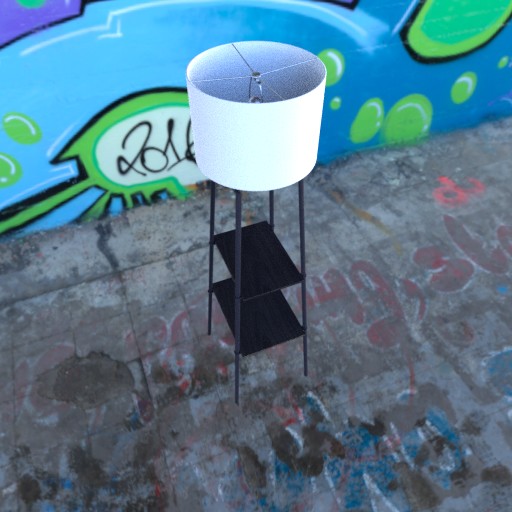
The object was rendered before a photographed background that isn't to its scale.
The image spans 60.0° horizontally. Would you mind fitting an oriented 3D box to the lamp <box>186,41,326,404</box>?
[{"bbox_3d":[0.000,0.000,1.728,0.384,1.474,0.427,-17,49,-15],"label":"lamp"}]
